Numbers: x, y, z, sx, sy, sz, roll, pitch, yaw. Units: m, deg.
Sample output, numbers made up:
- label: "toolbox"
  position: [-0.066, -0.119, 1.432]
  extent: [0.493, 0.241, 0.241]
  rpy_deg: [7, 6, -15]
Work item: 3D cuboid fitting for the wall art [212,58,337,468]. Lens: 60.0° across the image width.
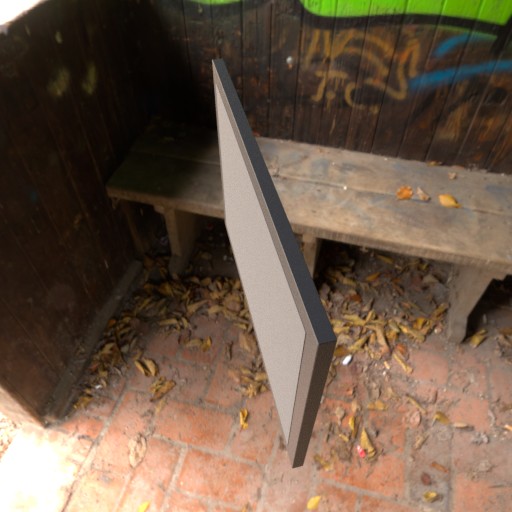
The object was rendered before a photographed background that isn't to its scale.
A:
- label: "wall art"
  position: [0.000, 0.000, 0.563]
  extent: [0.016, 0.306, 0.432]
  rpy_deg: [-10, 50, -9]
